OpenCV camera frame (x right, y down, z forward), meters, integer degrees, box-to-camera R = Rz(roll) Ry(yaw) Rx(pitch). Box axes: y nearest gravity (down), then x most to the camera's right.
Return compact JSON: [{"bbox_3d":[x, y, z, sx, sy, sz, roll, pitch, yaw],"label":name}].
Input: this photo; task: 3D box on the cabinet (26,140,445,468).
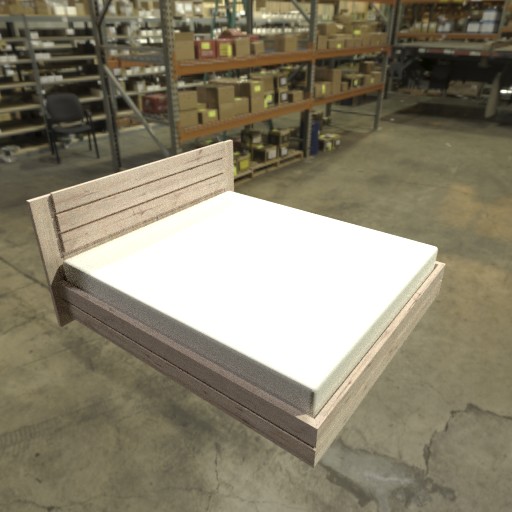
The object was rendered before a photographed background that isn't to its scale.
[{"bbox_3d":[0.000,0.000,3.088,2.080,0.970,1.950,20,34,32],"label":"cabinet"}]
